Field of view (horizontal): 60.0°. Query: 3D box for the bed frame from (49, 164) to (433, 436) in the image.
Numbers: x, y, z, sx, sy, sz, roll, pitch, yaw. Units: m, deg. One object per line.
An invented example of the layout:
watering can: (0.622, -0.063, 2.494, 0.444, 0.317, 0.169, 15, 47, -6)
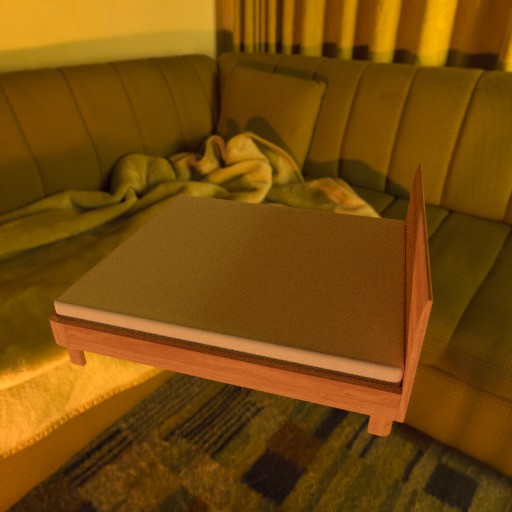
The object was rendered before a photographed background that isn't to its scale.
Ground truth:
bed frame: (0.000, 0.000, 3.113, 2.092, 0.940, 1.872, 8, 31, 14)
